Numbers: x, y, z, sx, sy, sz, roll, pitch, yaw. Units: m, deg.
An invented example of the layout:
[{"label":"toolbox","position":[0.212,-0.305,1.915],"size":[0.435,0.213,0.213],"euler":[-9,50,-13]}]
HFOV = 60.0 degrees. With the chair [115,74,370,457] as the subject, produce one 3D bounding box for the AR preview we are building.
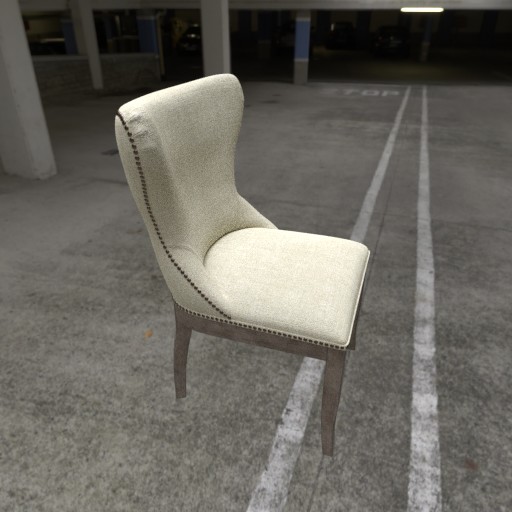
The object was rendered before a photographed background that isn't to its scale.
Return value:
[{"label":"chair","position":[0.000,0.000,1.417],"size":[0.681,1.002,0.654],"euler":[9,31,16]}]
